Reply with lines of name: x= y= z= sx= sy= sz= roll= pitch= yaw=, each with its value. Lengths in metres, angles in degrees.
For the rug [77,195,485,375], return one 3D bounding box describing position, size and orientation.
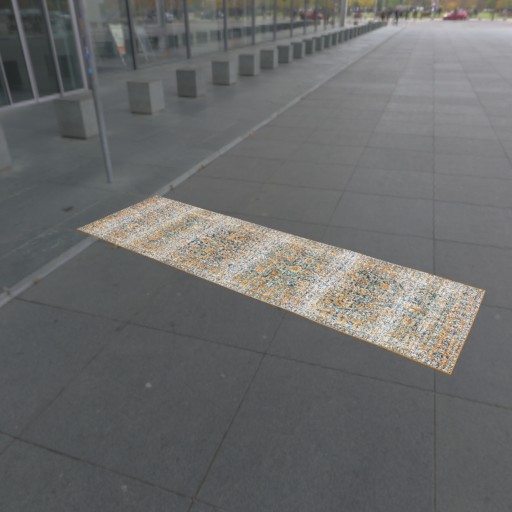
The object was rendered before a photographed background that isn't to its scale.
rug: x=0.000 y=0.000 z=2.520 sx=2.294 sy=0.014 sz=0.704 roll=18 pitch=34 yaw=29
